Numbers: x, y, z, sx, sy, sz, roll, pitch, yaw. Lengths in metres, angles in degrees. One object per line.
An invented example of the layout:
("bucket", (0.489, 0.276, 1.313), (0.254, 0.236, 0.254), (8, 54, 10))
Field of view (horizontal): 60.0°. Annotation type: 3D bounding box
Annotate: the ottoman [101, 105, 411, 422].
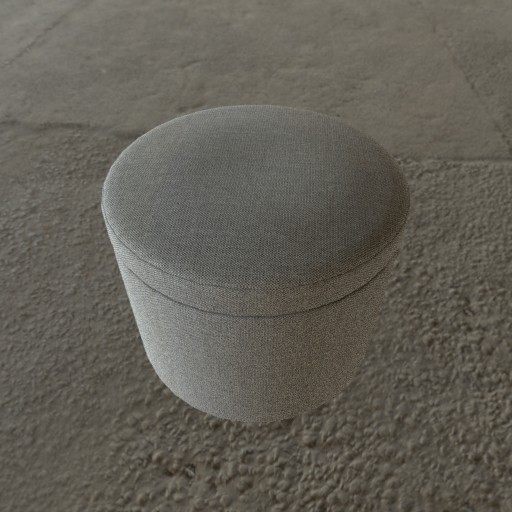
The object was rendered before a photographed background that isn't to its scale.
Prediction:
("ottoman", (0.000, 0.000, 0.863), (0.500, 0.419, 0.500), (0, 45, 0))
